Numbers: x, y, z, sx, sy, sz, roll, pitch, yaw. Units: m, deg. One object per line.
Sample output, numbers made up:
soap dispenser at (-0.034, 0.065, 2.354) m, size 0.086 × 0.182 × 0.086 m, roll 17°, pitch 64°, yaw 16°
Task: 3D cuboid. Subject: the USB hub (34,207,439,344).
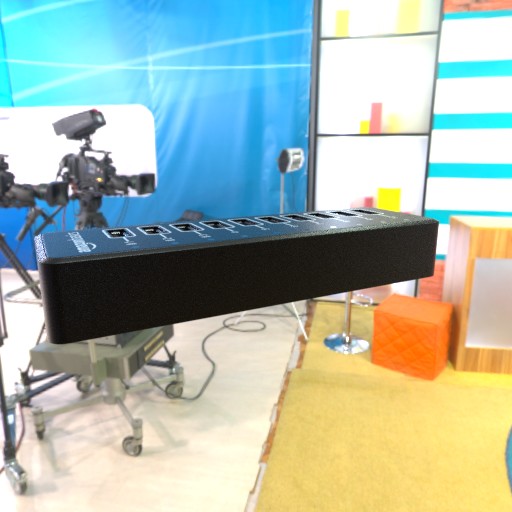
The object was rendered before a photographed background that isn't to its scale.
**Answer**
USB hub at (0.000, 0.000, 0.164) m, size 0.145 × 0.023 × 0.044 m, roll -7°, pitch 16°, yaw -26°
